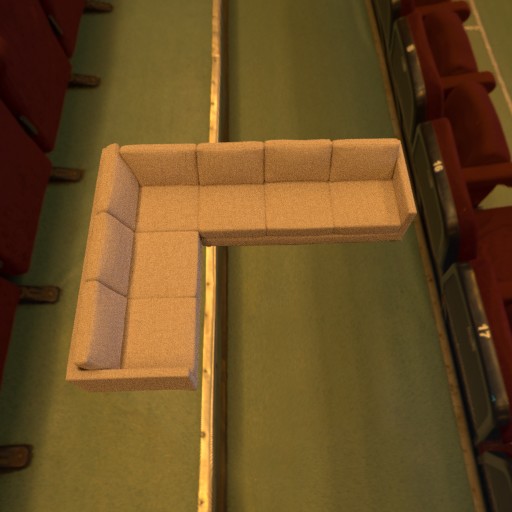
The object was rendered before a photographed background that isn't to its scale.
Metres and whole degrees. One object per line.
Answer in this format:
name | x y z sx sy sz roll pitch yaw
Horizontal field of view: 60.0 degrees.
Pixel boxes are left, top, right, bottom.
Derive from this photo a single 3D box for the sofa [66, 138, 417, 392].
sofa | 0.000 0.000 4.373 3.182 0.863 2.432 -2 63 -1
